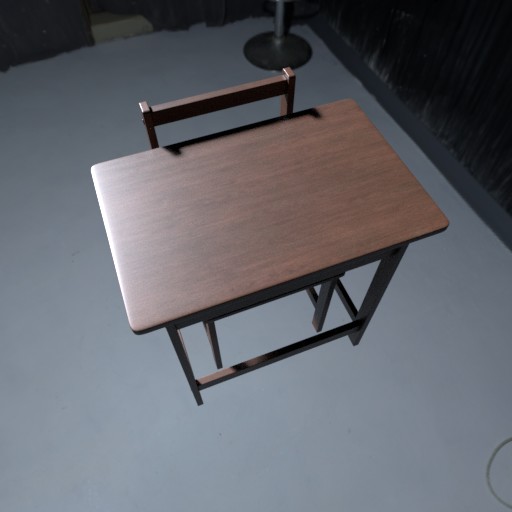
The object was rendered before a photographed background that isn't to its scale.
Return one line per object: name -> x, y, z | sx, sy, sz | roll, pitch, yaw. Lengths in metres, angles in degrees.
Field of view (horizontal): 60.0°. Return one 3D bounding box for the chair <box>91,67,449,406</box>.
chair -> 0.000, 0.000, 1.100 | 0.599, 0.673, 0.463 | -18, 59, -11
